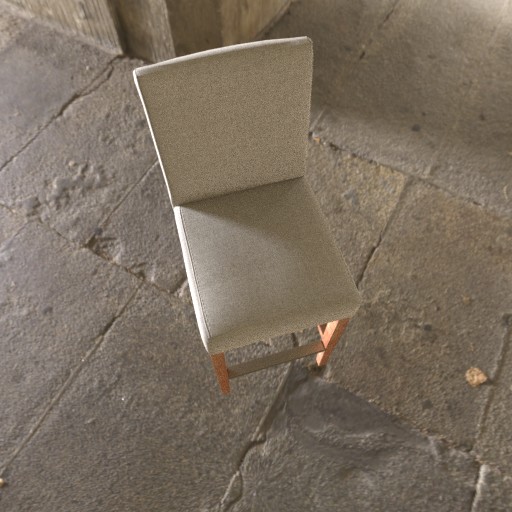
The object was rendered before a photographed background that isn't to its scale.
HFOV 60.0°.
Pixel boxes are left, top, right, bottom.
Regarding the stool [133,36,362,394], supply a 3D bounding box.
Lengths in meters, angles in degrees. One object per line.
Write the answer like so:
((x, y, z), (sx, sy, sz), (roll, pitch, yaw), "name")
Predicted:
((0.000, 0.000, 1.379), (0.439, 1.088, 0.570), (-15, 63, -7), "stool")
